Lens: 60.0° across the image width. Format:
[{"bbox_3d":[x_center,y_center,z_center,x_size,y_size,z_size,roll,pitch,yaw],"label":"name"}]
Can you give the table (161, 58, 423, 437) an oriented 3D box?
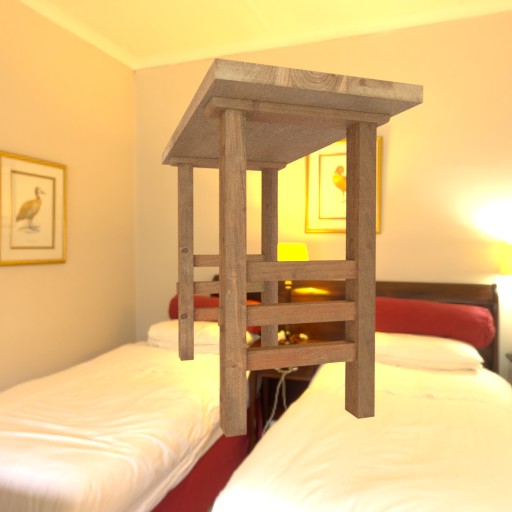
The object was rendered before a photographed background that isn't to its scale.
[{"bbox_3d":[0.000,0.000,1.614,0.556,0.914,1.119,0,2,-18],"label":"table"}]
